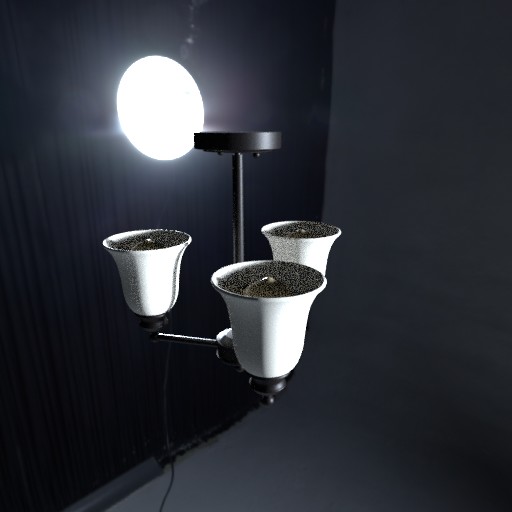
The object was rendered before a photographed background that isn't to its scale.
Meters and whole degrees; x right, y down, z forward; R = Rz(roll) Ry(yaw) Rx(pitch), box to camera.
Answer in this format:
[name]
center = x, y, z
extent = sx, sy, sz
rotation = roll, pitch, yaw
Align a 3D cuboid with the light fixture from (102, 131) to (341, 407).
[light fixture]
center = 0.000, 0.000, 0.685
extent = 0.388, 0.370, 0.354
rotation = 15, 22, 42
